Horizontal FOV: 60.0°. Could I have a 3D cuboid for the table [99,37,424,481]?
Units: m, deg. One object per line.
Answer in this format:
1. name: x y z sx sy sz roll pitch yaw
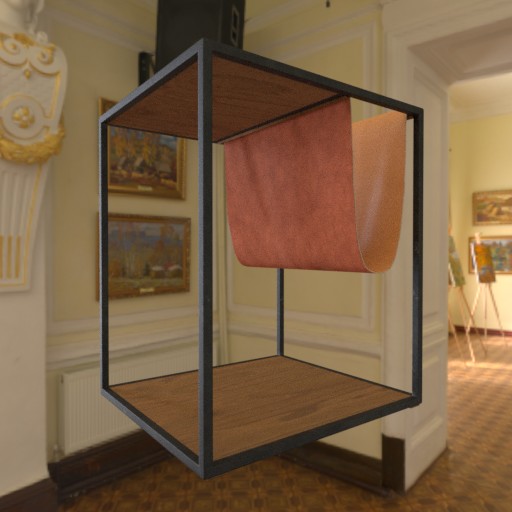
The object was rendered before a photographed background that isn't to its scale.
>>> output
1. table: 0.000 0.000 0.821 0.450 0.536 0.399 -1 1 -36
